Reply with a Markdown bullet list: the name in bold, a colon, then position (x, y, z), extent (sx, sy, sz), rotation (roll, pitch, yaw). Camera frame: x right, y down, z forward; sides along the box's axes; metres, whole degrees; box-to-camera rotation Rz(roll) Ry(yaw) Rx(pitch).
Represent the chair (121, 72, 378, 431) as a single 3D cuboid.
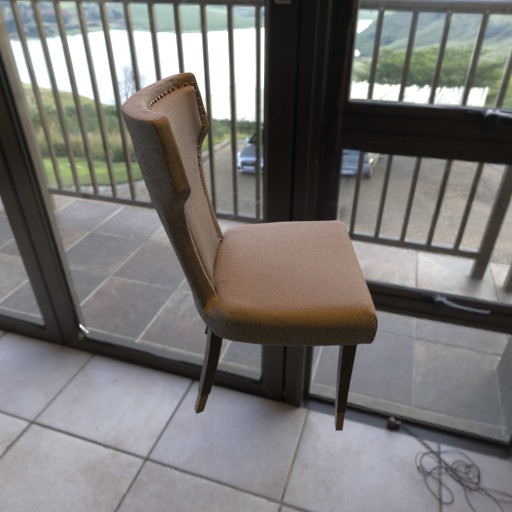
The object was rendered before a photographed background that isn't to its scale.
- **chair**: position (0.000, 0.000, 1.320), extent (0.630, 0.950, 0.526), rotation (0, 33, 0)
